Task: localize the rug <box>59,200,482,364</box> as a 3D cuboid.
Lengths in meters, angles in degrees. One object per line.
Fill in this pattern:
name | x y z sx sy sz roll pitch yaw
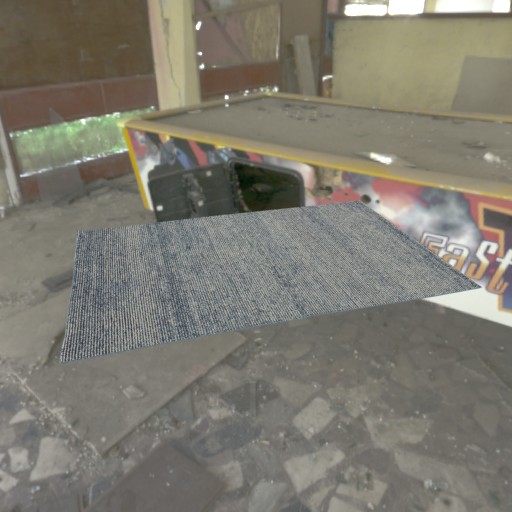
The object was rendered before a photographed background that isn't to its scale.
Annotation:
rug | 0.000 0.000 2.239 1.777 0.021 1.145 -8 29 -14
